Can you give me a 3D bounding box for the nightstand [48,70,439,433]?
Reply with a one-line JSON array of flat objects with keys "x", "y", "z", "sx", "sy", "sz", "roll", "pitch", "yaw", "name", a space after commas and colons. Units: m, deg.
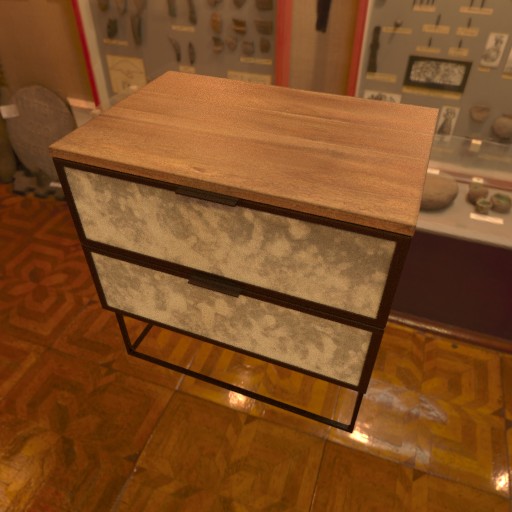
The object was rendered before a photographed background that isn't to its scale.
[{"x": 0.000, "y": 0.000, "z": 1.001, "sx": 0.605, "sy": 0.611, "sz": 0.427, "roll": 14, "pitch": 43, "yaw": 16, "name": "nightstand"}]
